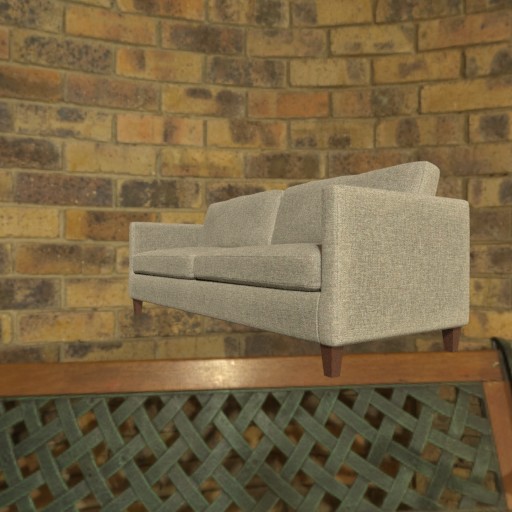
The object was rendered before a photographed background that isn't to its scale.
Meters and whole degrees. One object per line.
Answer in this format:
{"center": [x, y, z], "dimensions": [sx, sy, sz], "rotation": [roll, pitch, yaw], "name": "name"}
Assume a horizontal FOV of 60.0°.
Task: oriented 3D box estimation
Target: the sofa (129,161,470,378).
{"center": [0.000, 0.000, 2.922], "dimensions": [0.948, 0.951, 2.434], "rotation": [0, 0, -34], "name": "sofa"}
